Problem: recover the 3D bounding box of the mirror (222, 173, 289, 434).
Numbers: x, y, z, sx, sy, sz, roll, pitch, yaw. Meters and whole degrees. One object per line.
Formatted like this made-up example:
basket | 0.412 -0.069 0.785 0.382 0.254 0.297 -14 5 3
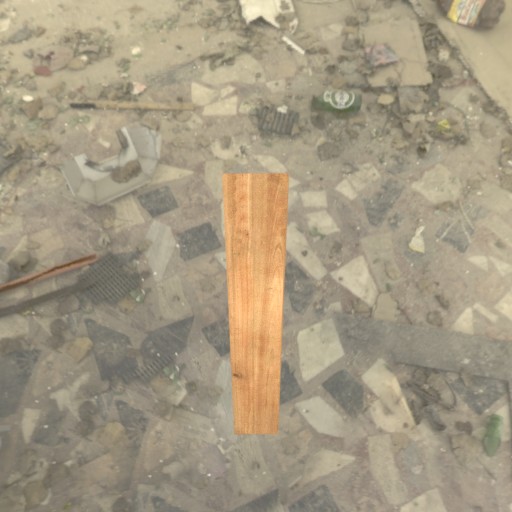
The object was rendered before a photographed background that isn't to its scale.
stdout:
mirror | 0.000 0.000 0.899 0.100 0.548 0.631 0 64 0
